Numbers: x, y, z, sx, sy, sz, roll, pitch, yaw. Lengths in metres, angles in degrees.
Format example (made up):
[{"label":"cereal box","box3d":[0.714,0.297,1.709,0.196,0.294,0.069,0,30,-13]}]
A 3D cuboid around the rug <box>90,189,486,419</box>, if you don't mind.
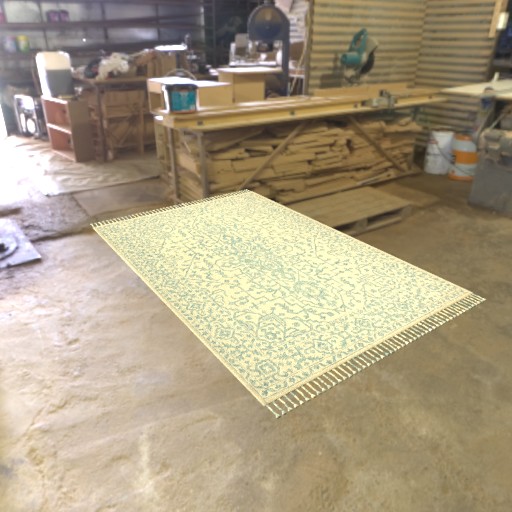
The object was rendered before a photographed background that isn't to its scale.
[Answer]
[{"label":"rug","box3d":[0.000,0.000,3.041,1.524,0.010,2.438,-18,32,-31]}]
